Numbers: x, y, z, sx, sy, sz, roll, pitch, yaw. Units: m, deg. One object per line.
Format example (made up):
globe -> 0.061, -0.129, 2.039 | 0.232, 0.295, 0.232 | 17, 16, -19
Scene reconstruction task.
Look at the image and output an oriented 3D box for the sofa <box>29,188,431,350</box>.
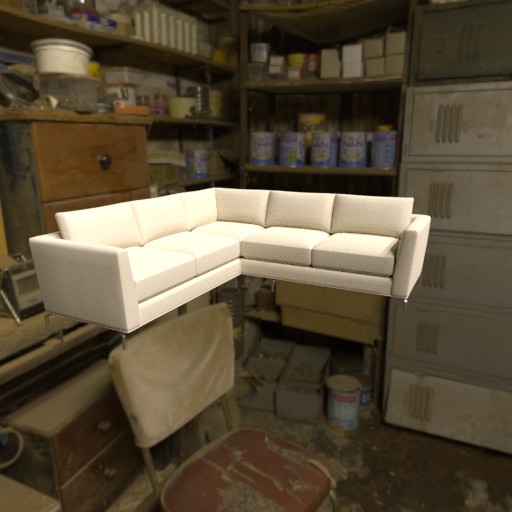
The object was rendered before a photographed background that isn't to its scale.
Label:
sofa -> 0.000, 0.000, 3.706 | 2.448, 0.867, 2.430 | 7, 16, 26
